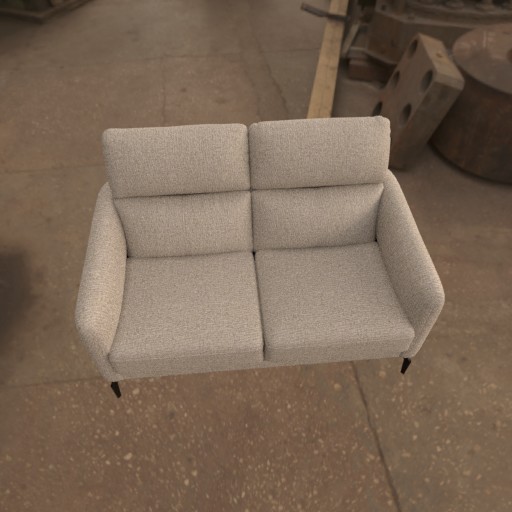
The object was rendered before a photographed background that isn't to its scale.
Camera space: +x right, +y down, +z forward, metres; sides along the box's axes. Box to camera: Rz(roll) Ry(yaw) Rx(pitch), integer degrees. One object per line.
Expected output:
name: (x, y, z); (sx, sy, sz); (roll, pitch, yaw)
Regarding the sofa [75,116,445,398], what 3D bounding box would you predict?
sofa: (0.000, 0.000, 2.105); (1.540, 0.950, 0.905); (-4, 47, -4)
